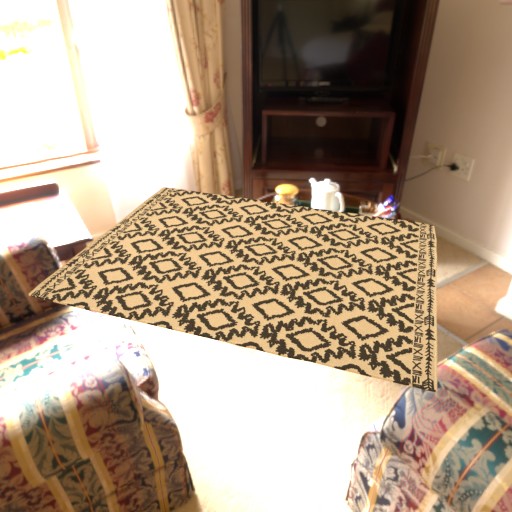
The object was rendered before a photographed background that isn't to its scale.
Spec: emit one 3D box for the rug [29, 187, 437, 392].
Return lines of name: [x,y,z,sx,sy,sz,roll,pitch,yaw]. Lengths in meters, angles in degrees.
rug: [0.000,0.000,4.342,3.369,0.036,2.444,10,34,15]
